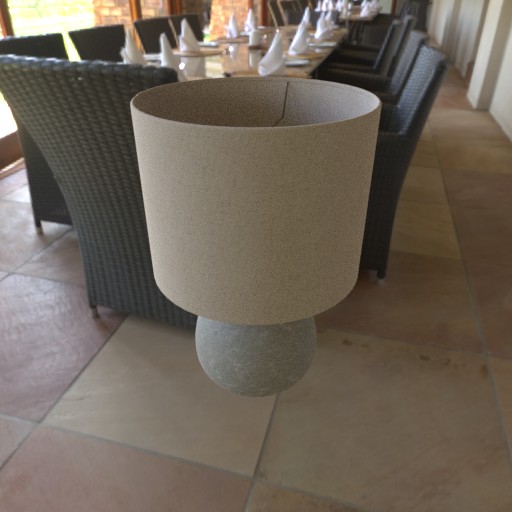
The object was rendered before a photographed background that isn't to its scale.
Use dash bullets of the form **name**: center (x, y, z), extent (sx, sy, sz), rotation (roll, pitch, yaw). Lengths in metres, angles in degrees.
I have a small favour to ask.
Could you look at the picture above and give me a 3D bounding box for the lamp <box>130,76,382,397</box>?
- **lamp**: center (0.000, 0.000, 0.591), extent (0.269, 0.409, 0.269), rotation (10, 32, 16)
